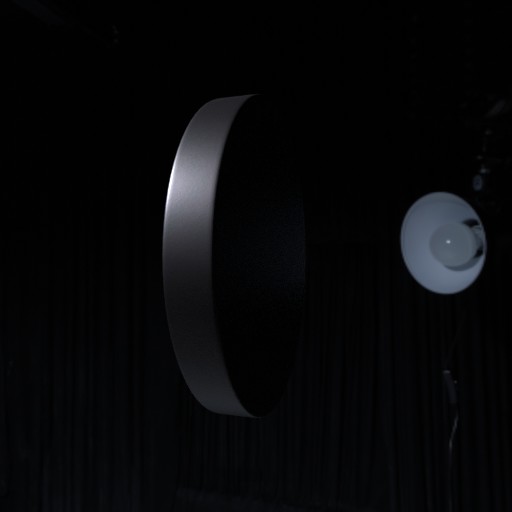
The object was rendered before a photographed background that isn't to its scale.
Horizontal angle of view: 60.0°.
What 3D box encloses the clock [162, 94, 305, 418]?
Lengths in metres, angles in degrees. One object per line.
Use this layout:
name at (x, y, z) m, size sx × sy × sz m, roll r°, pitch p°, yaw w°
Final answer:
clock at (0.000, 0.000, 0.460) m, size 0.040 × 0.314 × 0.314 m, roll 0°, pitch 0°, yaw 18°
